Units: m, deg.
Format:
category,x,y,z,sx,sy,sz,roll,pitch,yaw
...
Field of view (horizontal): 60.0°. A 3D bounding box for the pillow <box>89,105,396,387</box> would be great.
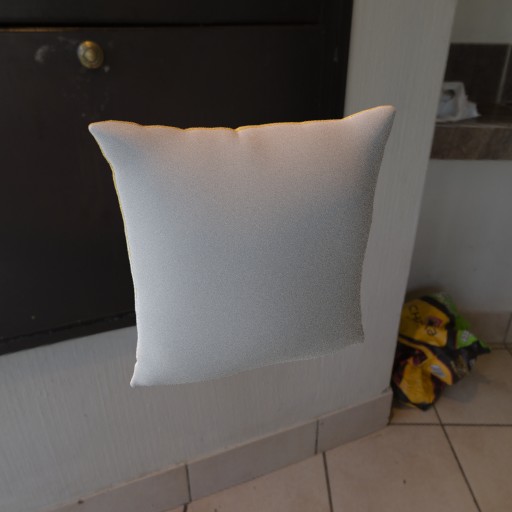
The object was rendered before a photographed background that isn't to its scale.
category,x,y,z,sx,sy,sz,roll,pitch,yaw
pillow,0.000,0.000,0.722,0.450,0.450,0.211,-8,28,-15
